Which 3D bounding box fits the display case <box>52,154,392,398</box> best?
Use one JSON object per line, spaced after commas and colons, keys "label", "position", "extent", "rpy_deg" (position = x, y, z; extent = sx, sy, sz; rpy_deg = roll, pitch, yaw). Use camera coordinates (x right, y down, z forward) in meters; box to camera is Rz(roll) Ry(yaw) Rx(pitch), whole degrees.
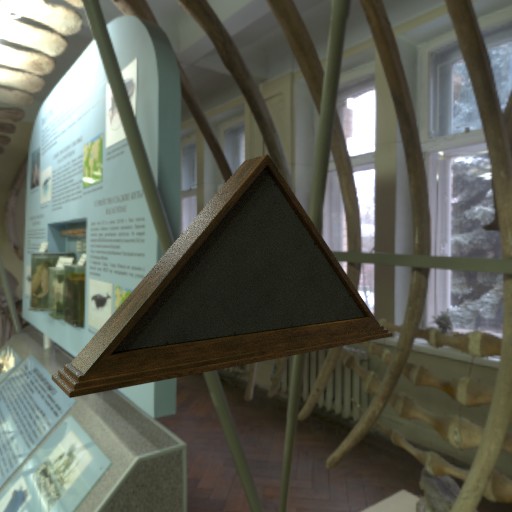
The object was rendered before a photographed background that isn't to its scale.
{"label": "display case", "position": [0.000, 0.000, 0.768], "extent": [0.640, 0.340, 0.095], "rpy_deg": [-1, 1, -37]}
